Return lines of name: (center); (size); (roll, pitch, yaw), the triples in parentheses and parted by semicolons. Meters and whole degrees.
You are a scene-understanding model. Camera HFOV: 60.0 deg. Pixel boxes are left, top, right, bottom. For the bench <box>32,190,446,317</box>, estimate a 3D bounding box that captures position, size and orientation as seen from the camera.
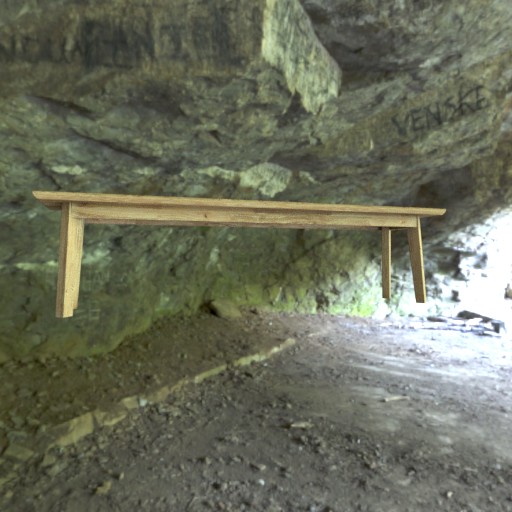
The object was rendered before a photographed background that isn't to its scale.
bench: (0.000, 0.000, 1.921); (1.698, 0.431, 0.378); (0, 0, -19)
